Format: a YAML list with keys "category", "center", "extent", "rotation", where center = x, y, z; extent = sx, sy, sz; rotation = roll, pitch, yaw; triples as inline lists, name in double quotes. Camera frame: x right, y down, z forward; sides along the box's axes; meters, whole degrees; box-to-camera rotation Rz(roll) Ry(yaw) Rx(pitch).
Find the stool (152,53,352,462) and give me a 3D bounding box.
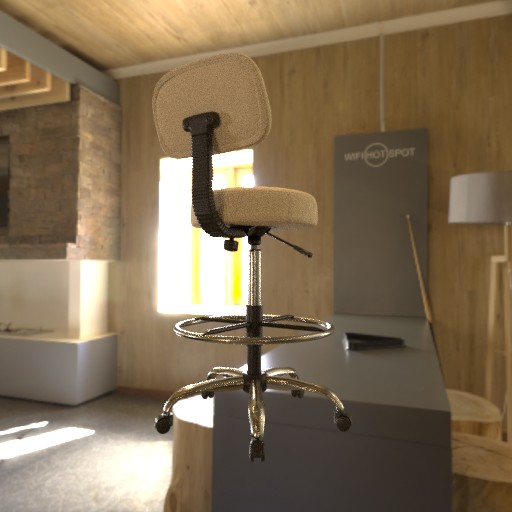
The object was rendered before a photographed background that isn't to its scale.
- category: "stool"
  center: [0.000, 0.000, 1.473]
  extent: [0.609, 1.080, 0.616]
  rotation: [0, -1, 35]
